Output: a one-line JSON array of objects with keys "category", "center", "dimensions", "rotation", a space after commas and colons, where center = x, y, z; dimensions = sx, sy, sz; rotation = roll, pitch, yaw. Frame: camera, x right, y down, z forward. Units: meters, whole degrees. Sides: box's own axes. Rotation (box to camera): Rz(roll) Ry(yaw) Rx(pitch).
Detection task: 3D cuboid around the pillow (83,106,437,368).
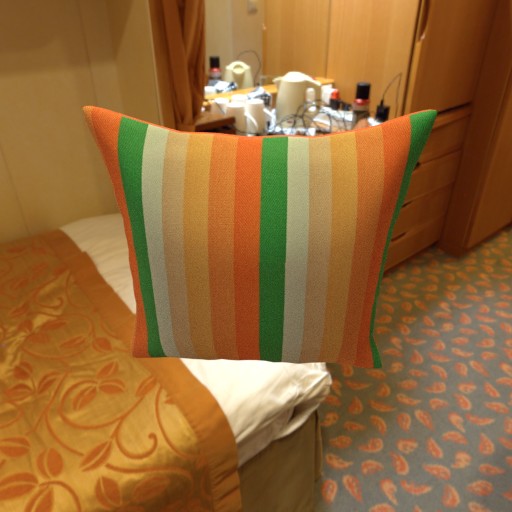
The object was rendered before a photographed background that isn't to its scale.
[{"category": "pillow", "center": [0.000, 0.000, 0.680], "dimensions": [0.453, 0.444, 0.169], "rotation": [2, 32, 3]}]
